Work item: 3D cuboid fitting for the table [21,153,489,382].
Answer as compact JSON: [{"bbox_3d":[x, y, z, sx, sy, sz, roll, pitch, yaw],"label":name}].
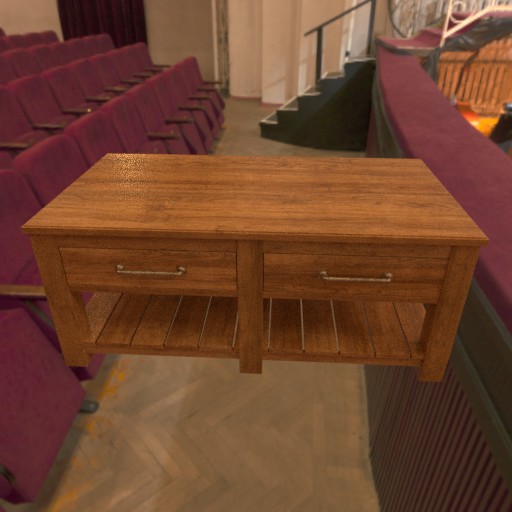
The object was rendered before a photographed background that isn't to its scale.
[{"bbox_3d":[0.000,0.000,1.463,1.150,0.480,0.635,2,30,3],"label":"table"}]
